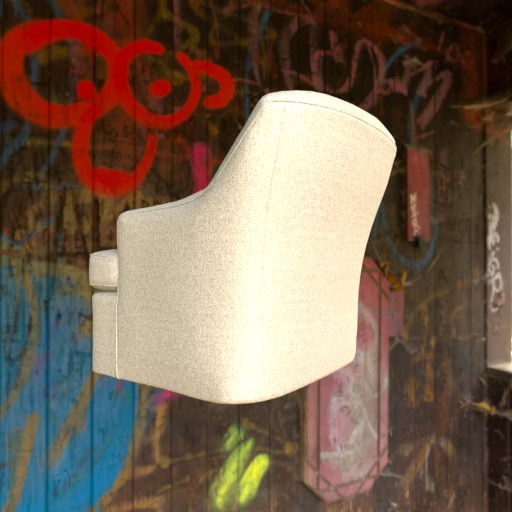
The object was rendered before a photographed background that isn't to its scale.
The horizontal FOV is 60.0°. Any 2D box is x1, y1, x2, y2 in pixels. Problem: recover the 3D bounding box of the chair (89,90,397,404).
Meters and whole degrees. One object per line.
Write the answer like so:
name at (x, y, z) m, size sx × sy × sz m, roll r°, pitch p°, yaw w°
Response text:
chair at (0.000, 0.000, 1.594) m, size 0.923 × 0.856 × 0.864 m, roll 0°, pitch -1°, yaw 34°
